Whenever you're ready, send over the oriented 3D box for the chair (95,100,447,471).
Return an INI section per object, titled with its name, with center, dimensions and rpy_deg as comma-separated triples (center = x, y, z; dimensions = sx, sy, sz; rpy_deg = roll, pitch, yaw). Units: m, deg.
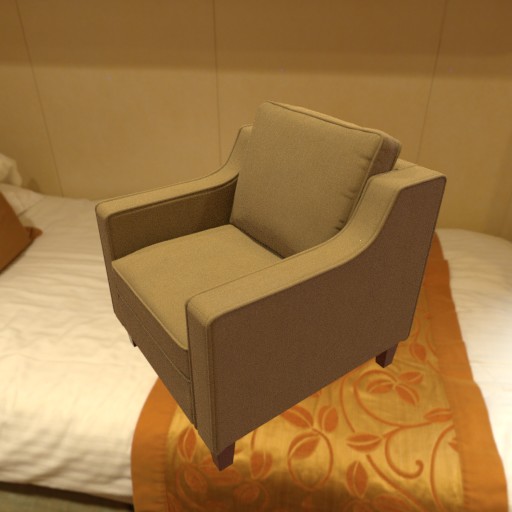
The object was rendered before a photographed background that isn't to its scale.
[chair]
center = 0.000, 0.000, 1.635
dimensions = 0.909, 0.960, 0.831
rpy_deg = -20, 36, -30
